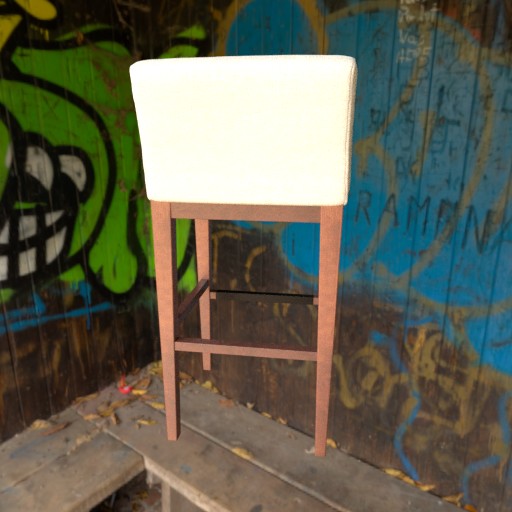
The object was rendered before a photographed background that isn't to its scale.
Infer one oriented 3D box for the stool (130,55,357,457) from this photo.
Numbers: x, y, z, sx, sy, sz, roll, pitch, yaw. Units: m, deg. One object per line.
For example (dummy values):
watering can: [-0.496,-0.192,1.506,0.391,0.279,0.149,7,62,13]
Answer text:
stool: [0.000,0.000,1.315,0.511,1.037,0.500,2,16,8]
